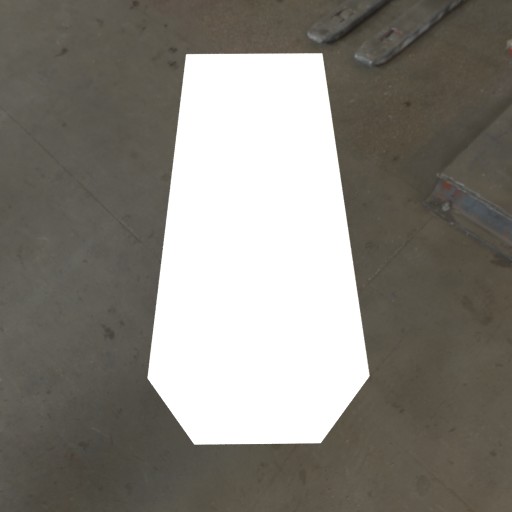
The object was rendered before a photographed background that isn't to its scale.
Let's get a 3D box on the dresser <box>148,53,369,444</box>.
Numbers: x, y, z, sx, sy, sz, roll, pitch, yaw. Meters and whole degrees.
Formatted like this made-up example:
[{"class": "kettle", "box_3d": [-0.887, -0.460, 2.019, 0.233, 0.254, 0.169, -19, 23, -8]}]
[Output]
[{"class": "dresser", "box_3d": [0.000, 0.000, 1.556, 0.460, 0.820, 1.100, -1, 58, 0]}]
